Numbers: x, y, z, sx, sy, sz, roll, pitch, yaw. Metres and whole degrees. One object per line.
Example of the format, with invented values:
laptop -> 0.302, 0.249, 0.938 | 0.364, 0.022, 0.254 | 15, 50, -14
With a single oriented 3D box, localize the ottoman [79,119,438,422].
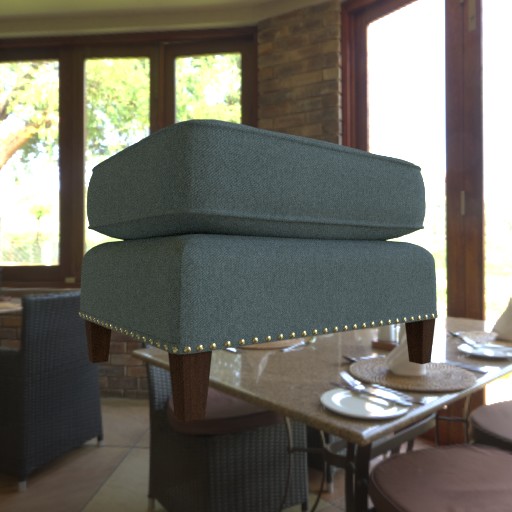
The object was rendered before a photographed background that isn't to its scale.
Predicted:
ottoman -> 0.000, 0.000, 1.137 | 0.738, 0.537, 0.589 | 0, 0, -36
